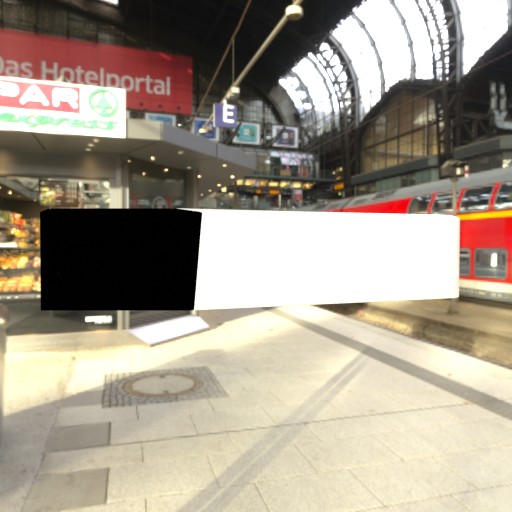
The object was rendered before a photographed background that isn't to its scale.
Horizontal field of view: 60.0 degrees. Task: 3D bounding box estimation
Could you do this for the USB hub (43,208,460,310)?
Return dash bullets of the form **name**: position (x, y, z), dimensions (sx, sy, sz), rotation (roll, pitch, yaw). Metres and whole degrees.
- **USB hub**: position (0.000, 0.000, 0.128), dimensions (0.110, 0.023, 0.044), rotation (-1, 2, -18)
